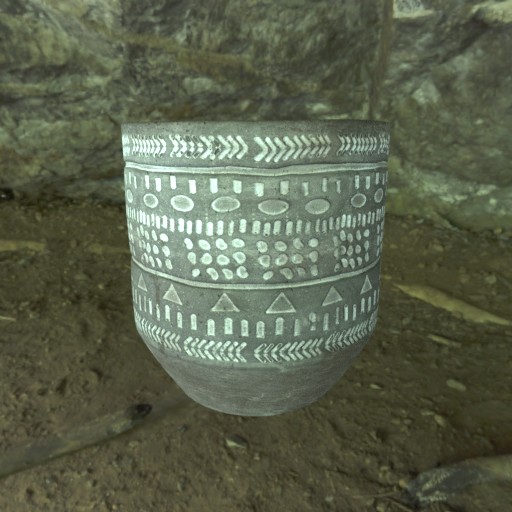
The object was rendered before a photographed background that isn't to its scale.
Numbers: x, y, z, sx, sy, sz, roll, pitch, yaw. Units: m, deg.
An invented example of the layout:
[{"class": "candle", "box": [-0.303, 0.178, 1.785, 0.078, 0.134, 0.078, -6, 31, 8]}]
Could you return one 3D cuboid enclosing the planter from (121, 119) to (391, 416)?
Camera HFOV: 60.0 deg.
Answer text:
[{"class": "planter", "box": [0.000, 0.000, 0.260, 0.142, 0.149, 0.142, 0, 15, 0]}]
